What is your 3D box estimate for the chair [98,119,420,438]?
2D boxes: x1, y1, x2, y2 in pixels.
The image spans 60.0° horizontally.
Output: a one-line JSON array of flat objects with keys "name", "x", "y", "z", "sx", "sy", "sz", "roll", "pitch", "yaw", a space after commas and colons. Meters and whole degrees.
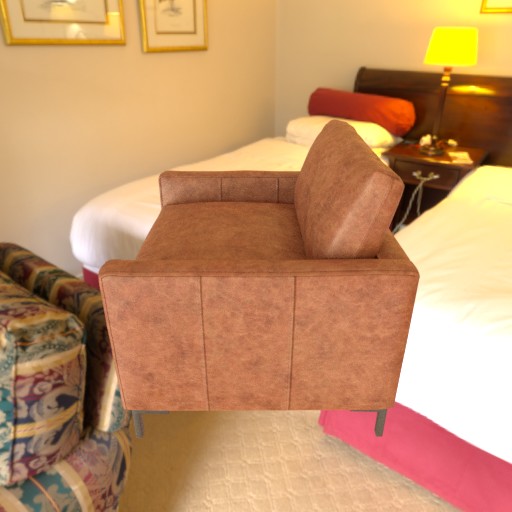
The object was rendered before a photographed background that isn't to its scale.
[{"name": "chair", "x": 0.000, "y": 0.000, "z": 1.645, "sx": 0.862, "sy": 0.869, "sz": 0.967, "roll": 0, "pitch": 27, "yaw": 0}]
